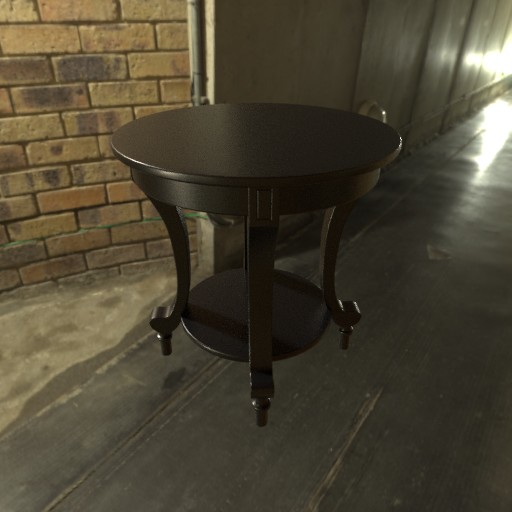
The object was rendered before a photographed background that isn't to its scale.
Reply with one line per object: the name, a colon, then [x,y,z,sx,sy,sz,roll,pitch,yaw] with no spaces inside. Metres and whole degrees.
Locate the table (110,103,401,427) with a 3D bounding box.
table: [0.000,0.000,1.096,0.597,0.618,0.597,0,30,0]
